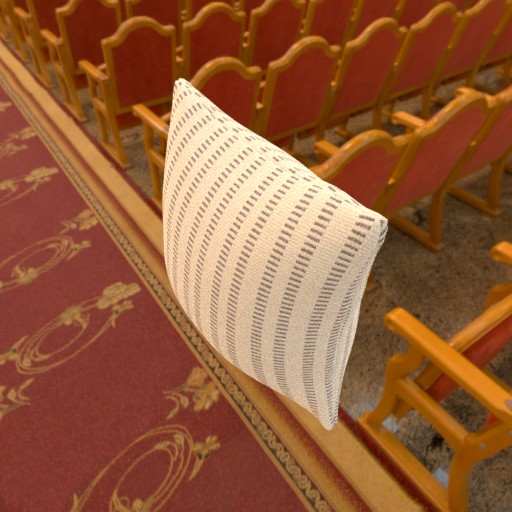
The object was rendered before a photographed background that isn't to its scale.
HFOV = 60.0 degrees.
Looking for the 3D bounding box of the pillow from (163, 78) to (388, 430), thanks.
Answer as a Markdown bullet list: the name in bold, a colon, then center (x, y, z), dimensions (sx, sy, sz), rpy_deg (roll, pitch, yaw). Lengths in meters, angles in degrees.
- **pillow**: center (0.000, 0.000, 0.692), dimensions (0.247, 0.419, 0.438), rpy_deg (-25, 48, -25)
